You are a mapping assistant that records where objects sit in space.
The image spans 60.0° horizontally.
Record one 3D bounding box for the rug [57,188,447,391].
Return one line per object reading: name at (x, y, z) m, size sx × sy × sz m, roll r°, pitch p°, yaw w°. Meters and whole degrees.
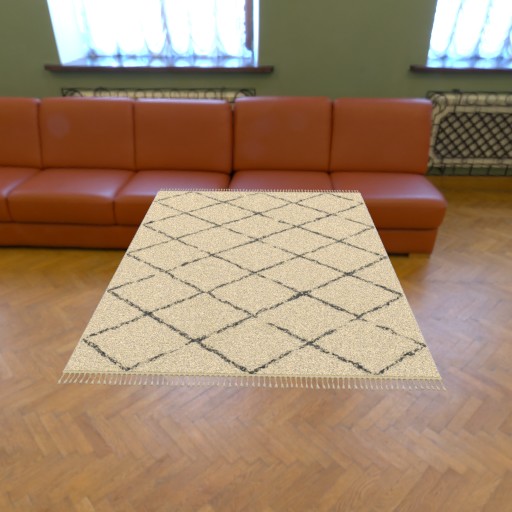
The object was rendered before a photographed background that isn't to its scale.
rug at (0.000, 0.000, 3.998) m, size 2.380 × 0.013 × 3.051 m, roll 1°, pitch 32°, yaw 1°
